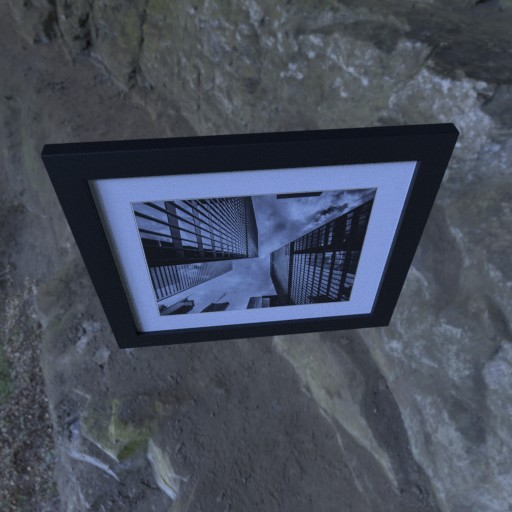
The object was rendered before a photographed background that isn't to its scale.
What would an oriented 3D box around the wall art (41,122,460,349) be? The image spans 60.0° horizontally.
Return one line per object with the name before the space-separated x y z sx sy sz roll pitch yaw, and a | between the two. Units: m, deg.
wall art | 0.000 0.000 0.757 0.558 0.457 0.031 -4 46 -4
